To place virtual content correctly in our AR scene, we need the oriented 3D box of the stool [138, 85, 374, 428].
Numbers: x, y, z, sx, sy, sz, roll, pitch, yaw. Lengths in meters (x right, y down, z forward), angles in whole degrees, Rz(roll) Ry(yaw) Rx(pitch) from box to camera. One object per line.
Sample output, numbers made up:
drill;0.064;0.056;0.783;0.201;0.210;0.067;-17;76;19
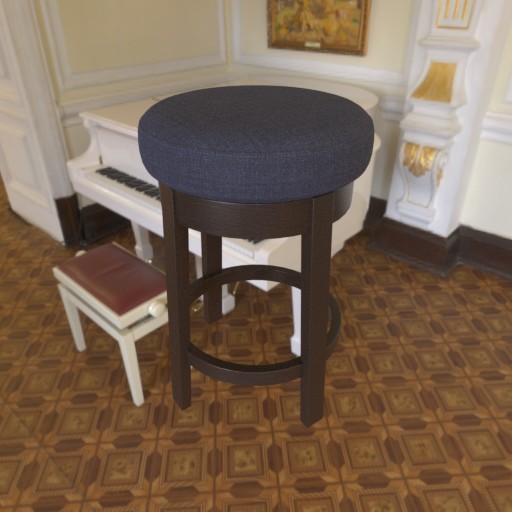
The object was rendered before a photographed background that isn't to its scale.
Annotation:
stool;0.000;0.000;0.967;0.449;0.655;0.449;0;31;0
